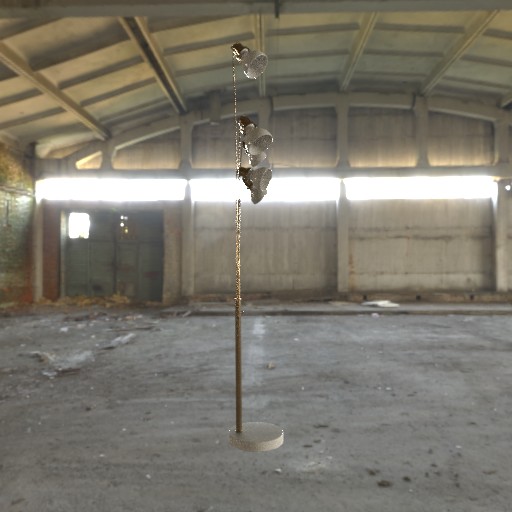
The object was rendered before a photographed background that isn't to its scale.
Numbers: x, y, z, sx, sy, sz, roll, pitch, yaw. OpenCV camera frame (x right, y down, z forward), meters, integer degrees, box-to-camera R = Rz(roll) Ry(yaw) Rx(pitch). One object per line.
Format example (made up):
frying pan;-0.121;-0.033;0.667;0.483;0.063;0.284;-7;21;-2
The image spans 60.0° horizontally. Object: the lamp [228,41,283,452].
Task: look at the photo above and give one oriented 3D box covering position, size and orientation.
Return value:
lamp;0.000;0.000;2.967;0.361;2.423;1.405;0;-1;1
